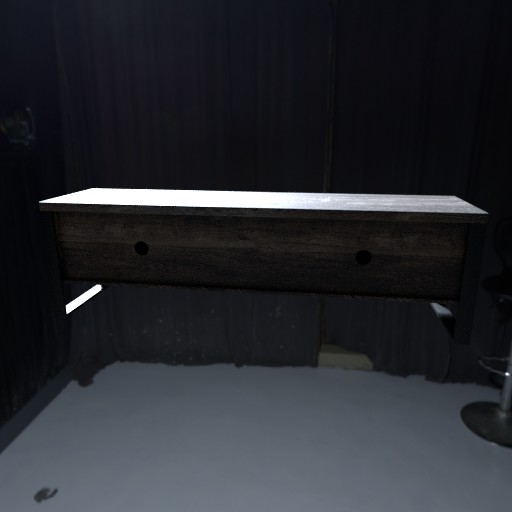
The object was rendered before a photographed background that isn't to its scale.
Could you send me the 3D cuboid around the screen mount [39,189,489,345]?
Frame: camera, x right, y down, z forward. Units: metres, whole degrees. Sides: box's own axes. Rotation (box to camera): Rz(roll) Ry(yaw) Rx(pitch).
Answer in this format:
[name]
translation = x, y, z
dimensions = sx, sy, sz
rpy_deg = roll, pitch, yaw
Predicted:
[screen mount]
translation = 0.000, 0.000, 1.738
dimensions = 1.524, 0.450, 0.395
rpy_deg = 2, 16, 8
